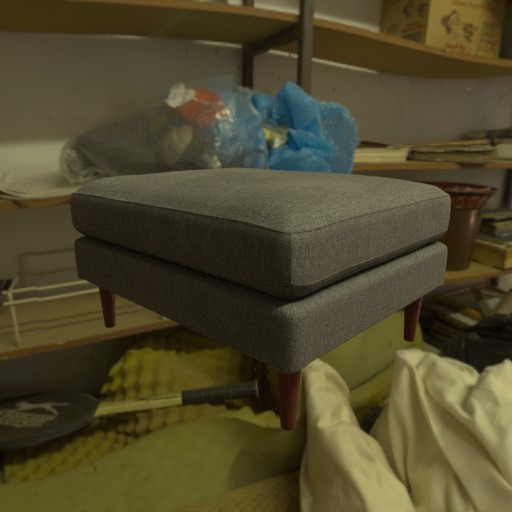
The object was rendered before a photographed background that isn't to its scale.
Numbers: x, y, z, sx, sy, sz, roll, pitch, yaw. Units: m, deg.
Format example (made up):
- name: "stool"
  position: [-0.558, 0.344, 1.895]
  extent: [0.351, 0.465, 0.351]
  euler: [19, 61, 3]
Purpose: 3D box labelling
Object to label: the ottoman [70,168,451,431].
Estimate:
- name: "ottoman"
  position: [0.000, 0.000, 1.254]
  extent: [0.821, 0.474, 0.693]
  euler: [14, 21, 42]
